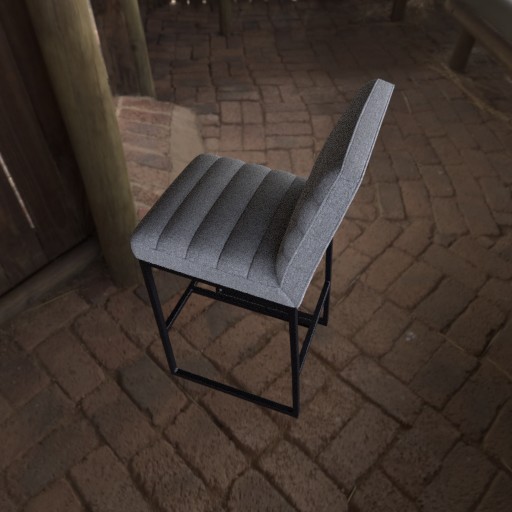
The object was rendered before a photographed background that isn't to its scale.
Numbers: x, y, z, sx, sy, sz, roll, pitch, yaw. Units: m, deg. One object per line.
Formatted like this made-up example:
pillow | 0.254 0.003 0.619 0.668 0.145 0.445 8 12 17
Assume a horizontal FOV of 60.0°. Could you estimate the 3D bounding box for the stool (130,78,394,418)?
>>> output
stool | 0.000 0.000 1.376 0.571 1.034 0.459 15 47 14
